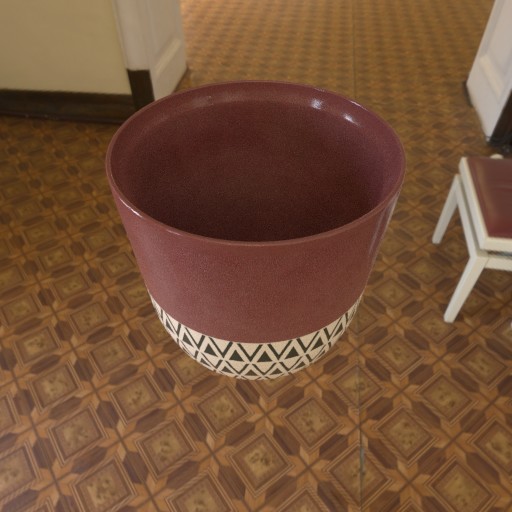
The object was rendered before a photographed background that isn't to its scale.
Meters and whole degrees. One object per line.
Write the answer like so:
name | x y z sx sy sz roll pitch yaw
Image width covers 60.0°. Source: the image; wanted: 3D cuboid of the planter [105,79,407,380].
planter | 0.000 0.000 0.370 0.195 0.214 0.195 0 46 0
